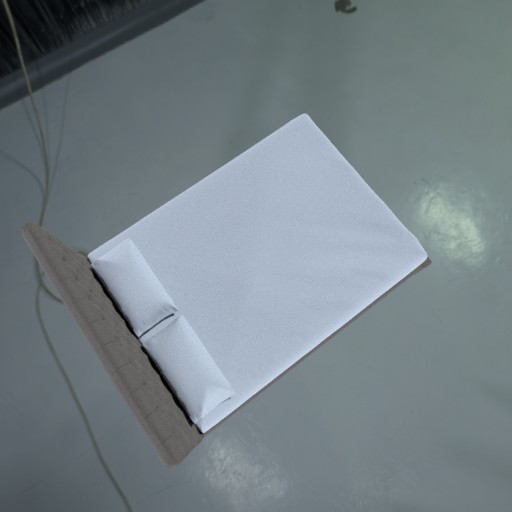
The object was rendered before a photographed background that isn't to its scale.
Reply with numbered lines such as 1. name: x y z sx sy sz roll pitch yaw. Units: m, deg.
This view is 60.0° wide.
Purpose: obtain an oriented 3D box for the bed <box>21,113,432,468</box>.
1. bed: 0.000 0.000 3.365 2.387 1.427 1.698 -35 77 -9
